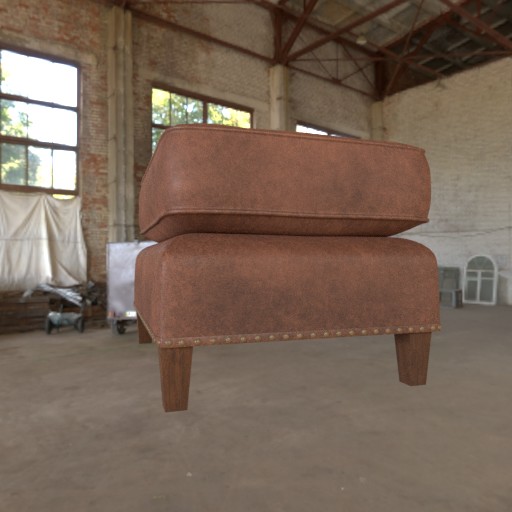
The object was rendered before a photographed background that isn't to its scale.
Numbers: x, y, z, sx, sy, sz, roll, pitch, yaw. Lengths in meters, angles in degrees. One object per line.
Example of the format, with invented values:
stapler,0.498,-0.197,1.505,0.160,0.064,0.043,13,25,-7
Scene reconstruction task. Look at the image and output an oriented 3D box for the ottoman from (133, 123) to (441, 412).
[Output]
ottoman,0.000,0.000,1.163,0.589,0.537,0.738,0,-1,-18
